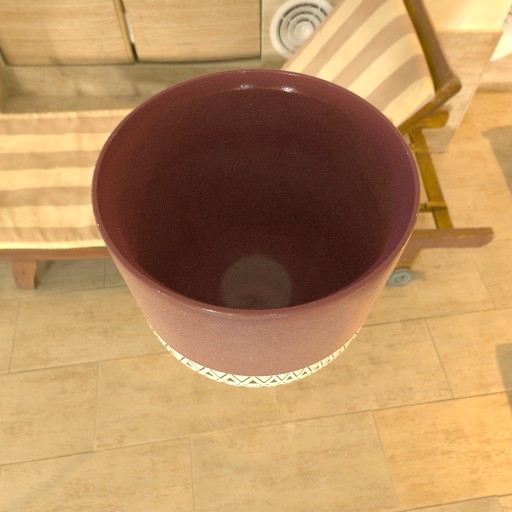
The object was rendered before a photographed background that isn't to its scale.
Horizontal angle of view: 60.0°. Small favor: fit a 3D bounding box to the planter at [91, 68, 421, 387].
[{"bbox_3d":[0.000,0.000,0.476,0.266,0.270,0.266,0,57,0],"label":"planter"}]
